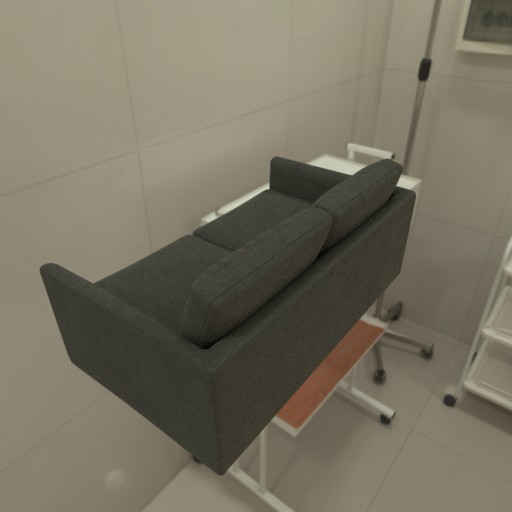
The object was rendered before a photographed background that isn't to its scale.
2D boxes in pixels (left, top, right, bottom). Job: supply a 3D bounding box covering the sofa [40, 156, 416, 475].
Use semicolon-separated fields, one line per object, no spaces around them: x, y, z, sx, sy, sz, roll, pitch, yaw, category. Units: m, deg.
0.000;0.000;2.512;1.091;0.845;1.909;22;38;31;sofa
